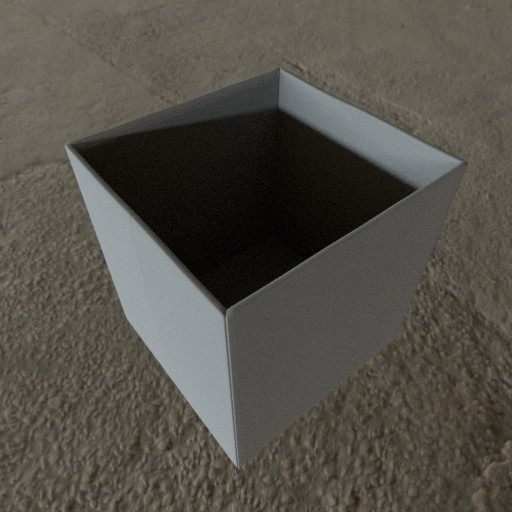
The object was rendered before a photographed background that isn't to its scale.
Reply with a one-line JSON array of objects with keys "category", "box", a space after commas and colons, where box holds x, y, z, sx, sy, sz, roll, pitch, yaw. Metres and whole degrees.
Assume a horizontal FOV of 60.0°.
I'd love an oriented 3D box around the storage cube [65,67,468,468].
[{"category": "storage cube", "box": [0.000, 0.000, 0.502, 0.270, 0.280, 0.270, -30, 53, -26]}]
